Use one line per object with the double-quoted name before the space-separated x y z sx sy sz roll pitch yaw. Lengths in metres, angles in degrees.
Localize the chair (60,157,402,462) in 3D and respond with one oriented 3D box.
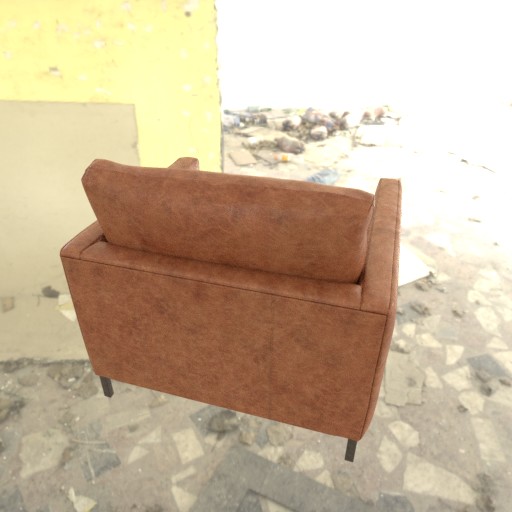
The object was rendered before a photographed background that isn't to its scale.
"chair" 0.000 0.000 1.597 0.967 0.869 0.862 9 33 14
